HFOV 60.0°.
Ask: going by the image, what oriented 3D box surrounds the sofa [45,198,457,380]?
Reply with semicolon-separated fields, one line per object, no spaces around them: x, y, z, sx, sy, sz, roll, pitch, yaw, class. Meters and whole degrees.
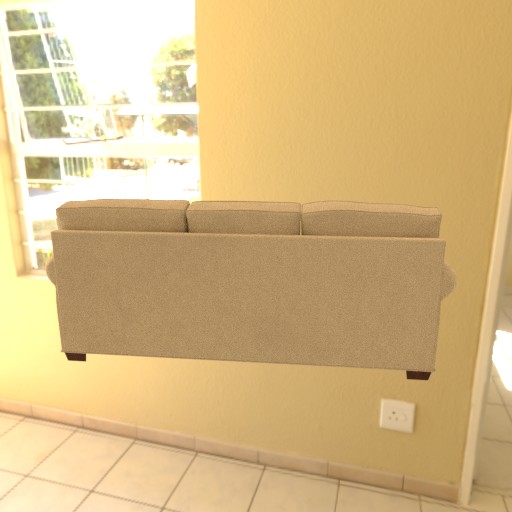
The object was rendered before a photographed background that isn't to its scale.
0.000;0.000;2.425;1.770;0.734;1.226;2;14;6;sofa
